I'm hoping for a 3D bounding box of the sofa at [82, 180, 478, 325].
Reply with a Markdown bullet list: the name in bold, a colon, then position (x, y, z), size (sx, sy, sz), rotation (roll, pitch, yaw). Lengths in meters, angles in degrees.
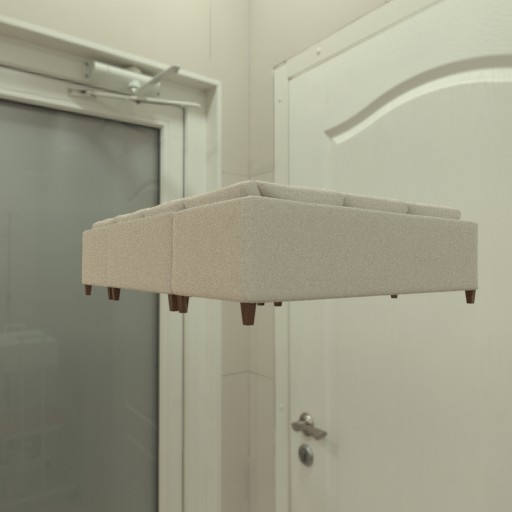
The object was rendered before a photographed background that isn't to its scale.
- **sofa**: position (0.000, 0.000, 4.427), size (2.551, 0.853, 3.238), rotation (1, -2, -36)
